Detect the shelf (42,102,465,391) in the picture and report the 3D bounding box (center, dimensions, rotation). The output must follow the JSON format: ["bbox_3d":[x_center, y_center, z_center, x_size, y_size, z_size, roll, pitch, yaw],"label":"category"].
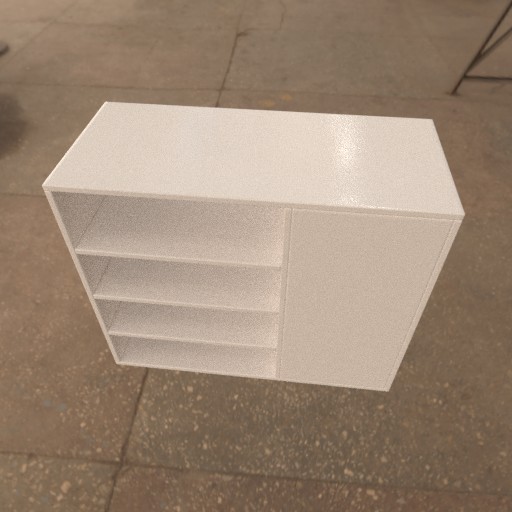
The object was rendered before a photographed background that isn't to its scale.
[{"bbox_3d":[0.000,0.000,1.327,0.895,0.732,0.396,5,45,5],"label":"shelf"}]
